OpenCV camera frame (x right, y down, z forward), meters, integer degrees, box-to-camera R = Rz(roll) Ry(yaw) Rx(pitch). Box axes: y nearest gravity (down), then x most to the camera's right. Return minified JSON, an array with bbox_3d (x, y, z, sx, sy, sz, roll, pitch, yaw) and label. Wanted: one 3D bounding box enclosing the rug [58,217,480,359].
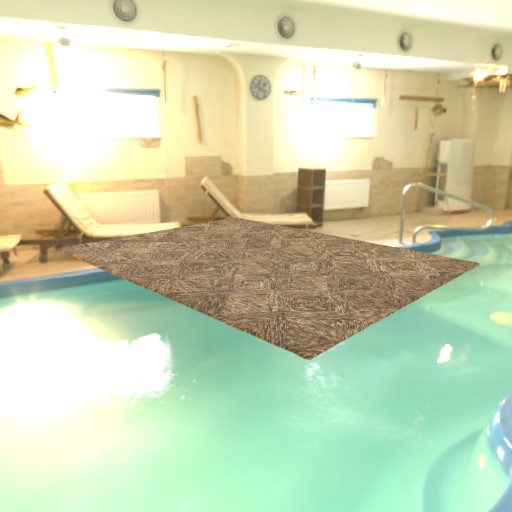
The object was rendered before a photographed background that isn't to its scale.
[{"bbox_3d":[0.000,0.000,4.183,3.204,0.017,2.448,15,21,43],"label":"rug"}]
